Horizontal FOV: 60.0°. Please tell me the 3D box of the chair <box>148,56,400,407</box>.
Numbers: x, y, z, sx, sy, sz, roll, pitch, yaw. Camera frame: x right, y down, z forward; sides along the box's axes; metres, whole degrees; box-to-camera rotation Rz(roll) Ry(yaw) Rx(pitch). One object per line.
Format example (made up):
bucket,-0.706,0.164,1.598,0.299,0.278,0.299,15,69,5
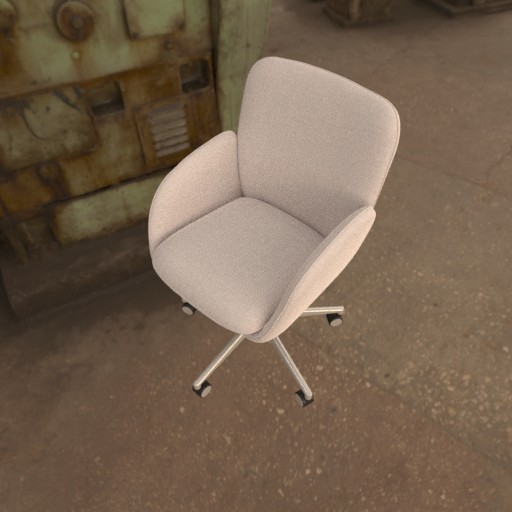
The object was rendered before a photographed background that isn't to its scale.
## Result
chair,0.000,0.000,1.377,0.648,0.959,0.633,33,55,27
